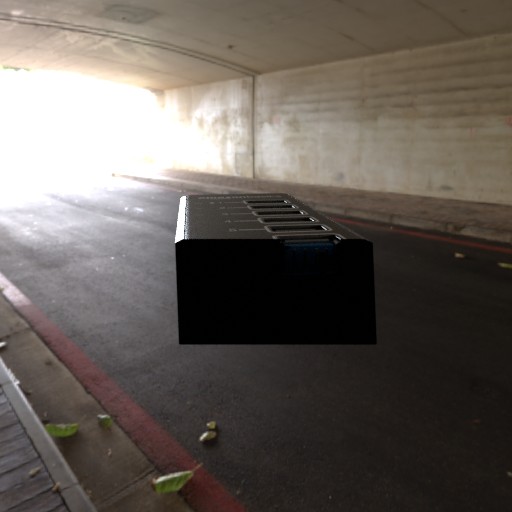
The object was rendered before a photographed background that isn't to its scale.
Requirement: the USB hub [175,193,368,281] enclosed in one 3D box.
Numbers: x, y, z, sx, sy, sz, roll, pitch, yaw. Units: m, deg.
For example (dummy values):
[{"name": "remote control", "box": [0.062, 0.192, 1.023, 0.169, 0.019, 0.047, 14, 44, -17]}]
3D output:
[{"name": "USB hub", "box": [0.000, 0.000, 0.130, 0.044, 0.023, 0.110, -2, 15, -8]}]
